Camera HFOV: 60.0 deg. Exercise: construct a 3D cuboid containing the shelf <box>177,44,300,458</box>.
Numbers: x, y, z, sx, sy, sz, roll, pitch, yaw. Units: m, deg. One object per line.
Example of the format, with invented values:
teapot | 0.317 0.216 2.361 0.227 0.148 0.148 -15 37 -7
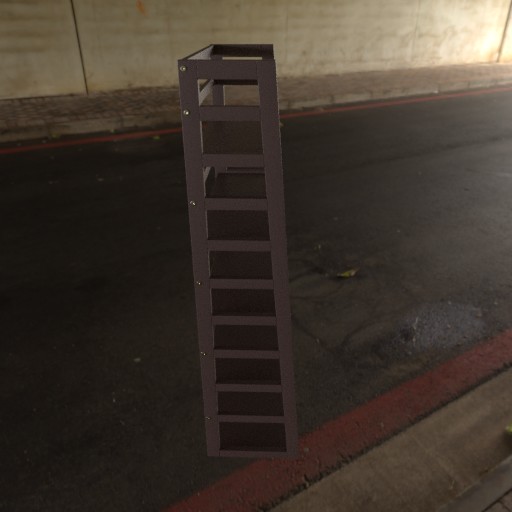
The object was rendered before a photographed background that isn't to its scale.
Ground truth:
shelf | 0.000 0.000 1.898 0.403 1.600 0.763 1 28 1
